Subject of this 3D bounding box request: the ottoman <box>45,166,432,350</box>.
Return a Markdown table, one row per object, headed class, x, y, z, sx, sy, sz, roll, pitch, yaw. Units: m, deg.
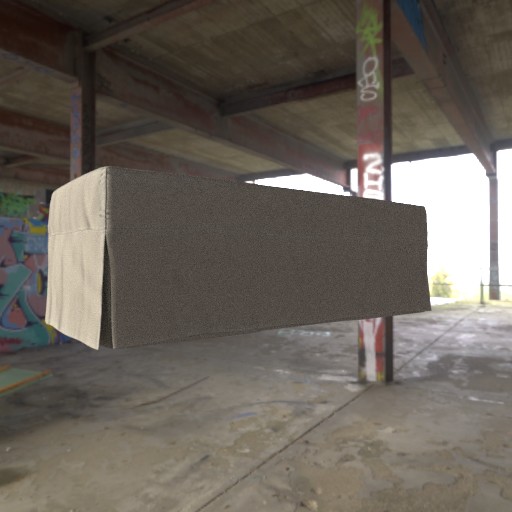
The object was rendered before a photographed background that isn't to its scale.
| class | x | y | z | sx | sy | sz | roll | pitch | yaw |
| --- | --- | --- | --- | --- | --- | --- | --- | --- | --- |
| ottoman | 0.000 | 0.000 | 1.689 | 1.388 | 0.457 | 0.665 | 0 | -1 | -36 |
